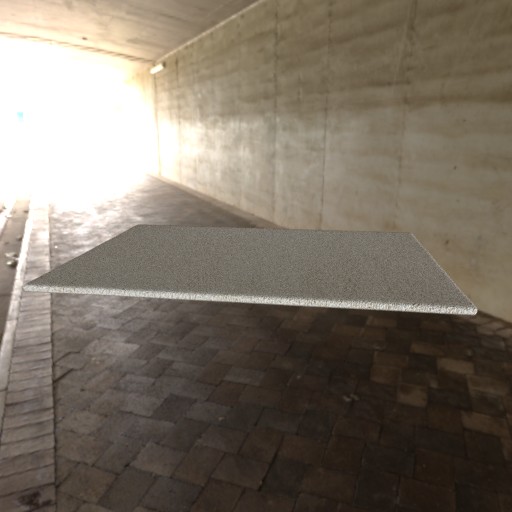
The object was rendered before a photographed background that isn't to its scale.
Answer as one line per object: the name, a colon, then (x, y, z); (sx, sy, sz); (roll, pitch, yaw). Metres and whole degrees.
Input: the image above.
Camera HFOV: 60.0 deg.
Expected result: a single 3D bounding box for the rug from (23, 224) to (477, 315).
rug: (0.000, 0.000, 2.283); (1.778, 0.030, 1.219); (2, 16, 8)
